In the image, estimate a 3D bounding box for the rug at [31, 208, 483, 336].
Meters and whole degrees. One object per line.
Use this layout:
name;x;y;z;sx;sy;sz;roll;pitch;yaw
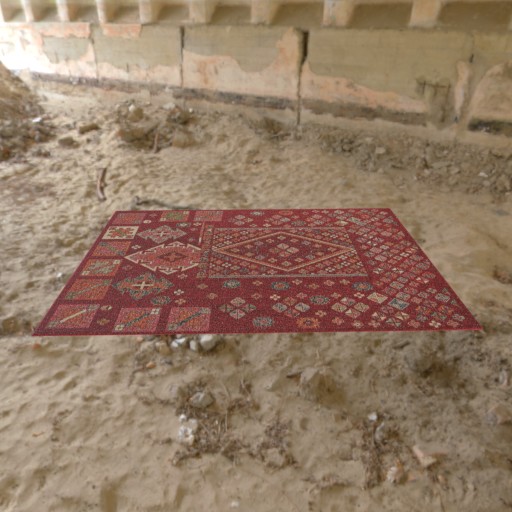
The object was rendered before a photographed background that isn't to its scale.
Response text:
rug;0.000;0.000;4.289;3.306;0.011;2.389;-1;28;-1
